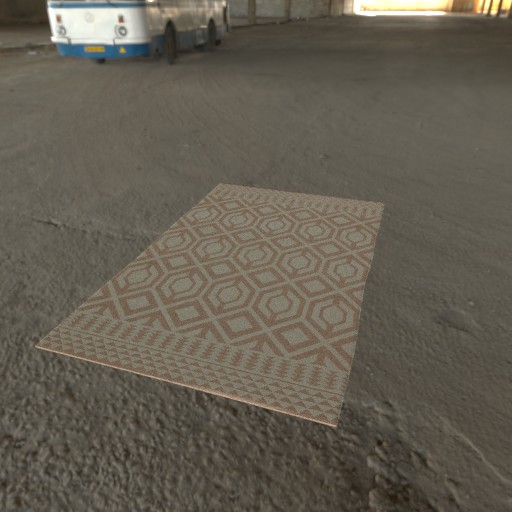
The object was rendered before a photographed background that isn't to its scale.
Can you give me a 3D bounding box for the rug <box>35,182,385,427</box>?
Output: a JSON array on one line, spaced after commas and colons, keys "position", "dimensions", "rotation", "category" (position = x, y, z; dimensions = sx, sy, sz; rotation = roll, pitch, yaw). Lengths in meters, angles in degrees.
[{"position": [0.000, 0.000, 3.010], "dimensions": [1.526, 0.011, 2.435], "rotation": [10, 31, 16], "category": "rug"}]
